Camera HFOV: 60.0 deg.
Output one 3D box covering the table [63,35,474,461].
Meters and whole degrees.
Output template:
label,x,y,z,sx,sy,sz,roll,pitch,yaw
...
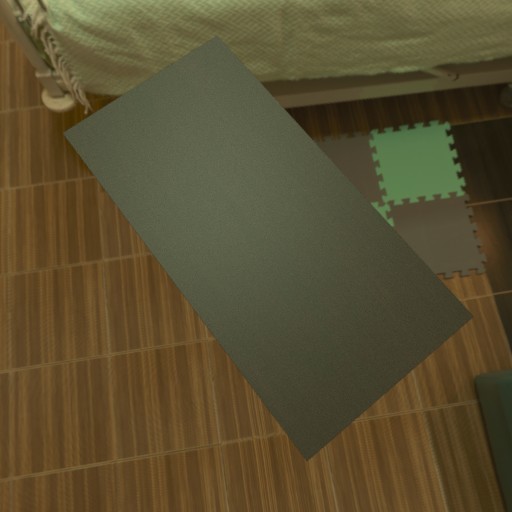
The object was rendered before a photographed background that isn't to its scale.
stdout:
label,x,y,z,sx,sy,sz,roll,pitch,yaw
table,0.000,0.000,1.401,0.499,0.660,0.991,-37,77,-10
